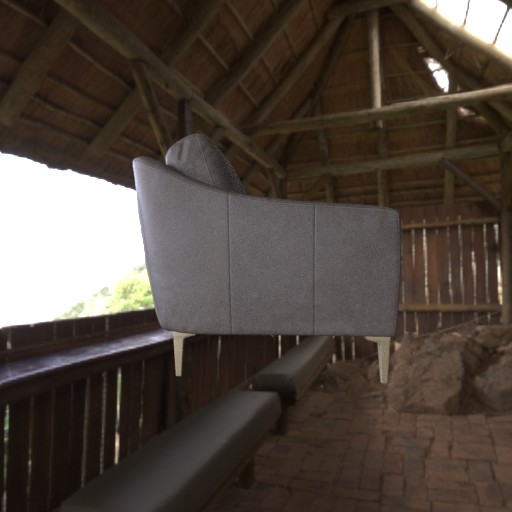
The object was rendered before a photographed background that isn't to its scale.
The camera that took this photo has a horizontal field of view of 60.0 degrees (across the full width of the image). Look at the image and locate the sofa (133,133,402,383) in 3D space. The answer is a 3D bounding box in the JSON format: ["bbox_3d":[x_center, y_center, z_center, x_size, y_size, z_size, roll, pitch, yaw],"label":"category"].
[{"bbox_3d":[0.000,0.000,2.473,0.960,0.902,2.036,0,-1,-1],"label":"sofa"}]
